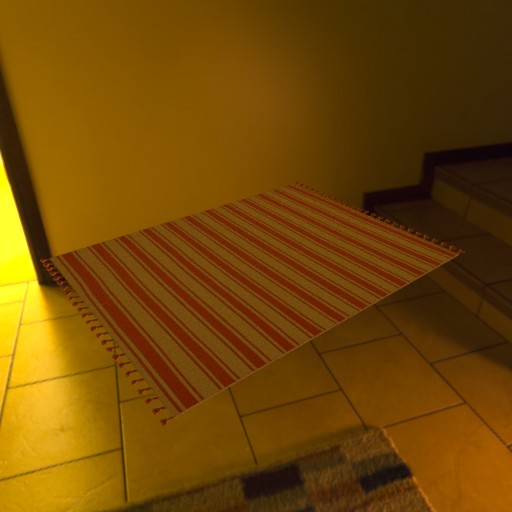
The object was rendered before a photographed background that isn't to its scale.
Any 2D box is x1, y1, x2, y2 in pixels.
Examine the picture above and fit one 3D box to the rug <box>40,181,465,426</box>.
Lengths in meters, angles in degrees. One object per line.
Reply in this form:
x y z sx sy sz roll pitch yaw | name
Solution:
0.000 0.000 4.336 3.369 0.035 2.451 -22 37 -32 | rug
